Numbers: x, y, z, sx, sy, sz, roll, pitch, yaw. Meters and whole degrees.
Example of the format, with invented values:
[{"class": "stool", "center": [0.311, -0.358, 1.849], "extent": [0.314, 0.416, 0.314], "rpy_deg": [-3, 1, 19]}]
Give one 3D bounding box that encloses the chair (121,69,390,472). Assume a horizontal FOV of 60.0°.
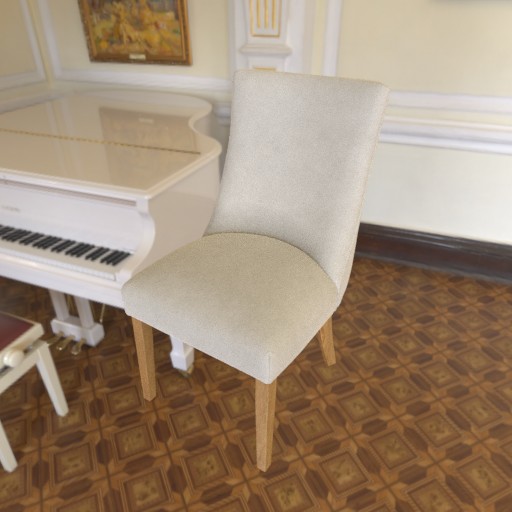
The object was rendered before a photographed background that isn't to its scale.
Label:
[{"class": "chair", "center": [0.000, 0.000, 1.256], "extent": [0.495, 0.902, 0.610], "rpy_deg": [19, 35, 29]}]
